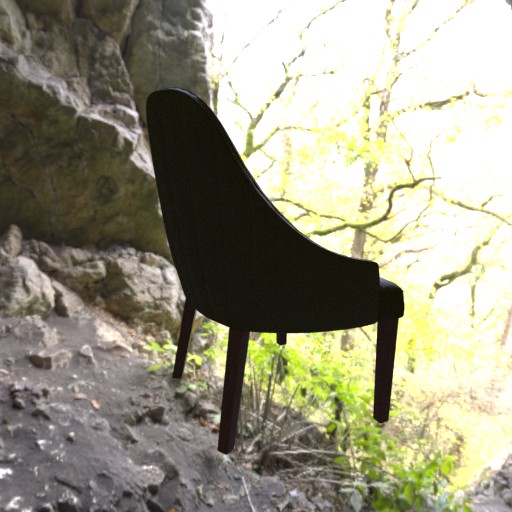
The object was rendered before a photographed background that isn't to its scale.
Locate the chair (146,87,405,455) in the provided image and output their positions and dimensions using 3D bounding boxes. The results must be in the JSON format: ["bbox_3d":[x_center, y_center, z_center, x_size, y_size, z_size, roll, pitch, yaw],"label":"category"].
[{"bbox_3d":[0.000,0.000,1.298,0.575,0.889,0.643,-6,15,-26],"label":"chair"}]
